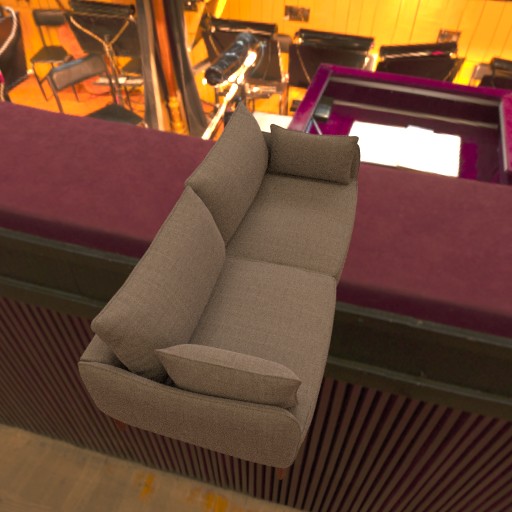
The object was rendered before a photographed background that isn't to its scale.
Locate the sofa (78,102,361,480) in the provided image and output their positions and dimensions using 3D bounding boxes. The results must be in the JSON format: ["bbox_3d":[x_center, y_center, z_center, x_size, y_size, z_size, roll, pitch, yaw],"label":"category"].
[{"bbox_3d":[0.000,0.000,2.443,0.972,0.851,1.989,12,48,11],"label":"sofa"}]
